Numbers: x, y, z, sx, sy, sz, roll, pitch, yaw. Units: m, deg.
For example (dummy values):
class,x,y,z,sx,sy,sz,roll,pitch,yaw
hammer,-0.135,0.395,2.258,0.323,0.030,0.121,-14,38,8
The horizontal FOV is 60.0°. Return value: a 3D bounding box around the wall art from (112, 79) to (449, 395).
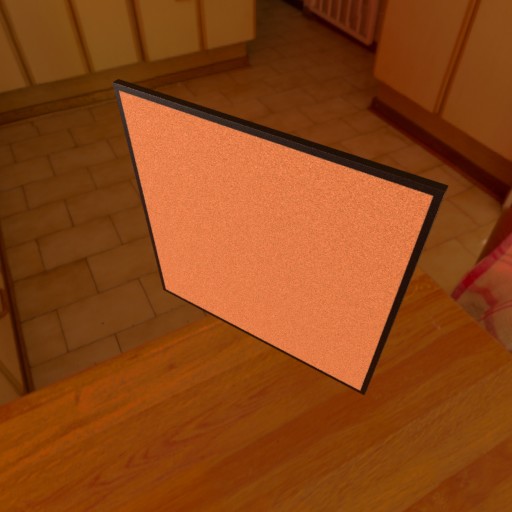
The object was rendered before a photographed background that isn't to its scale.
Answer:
class,x,y,z,sx,sy,sz,roll,pitch,yaw
wall art,0.000,0.000,0.701,0.457,0.458,0.012,24,52,21
